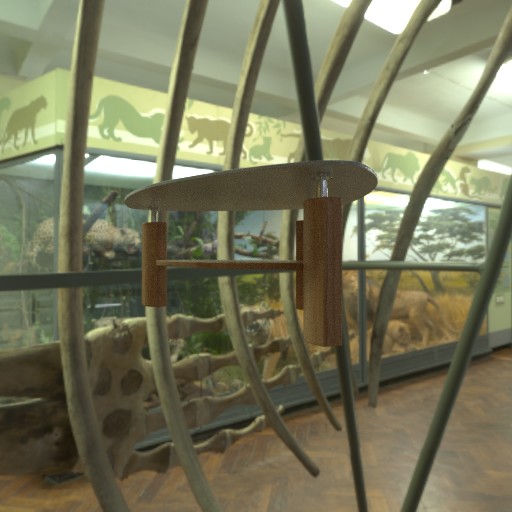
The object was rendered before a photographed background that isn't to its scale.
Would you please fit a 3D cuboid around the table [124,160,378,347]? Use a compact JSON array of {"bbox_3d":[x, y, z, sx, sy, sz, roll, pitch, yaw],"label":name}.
[{"bbox_3d":[0.000,0.000,1.635,0.850,0.440,1.250,0,0,-37],"label":"table"}]
